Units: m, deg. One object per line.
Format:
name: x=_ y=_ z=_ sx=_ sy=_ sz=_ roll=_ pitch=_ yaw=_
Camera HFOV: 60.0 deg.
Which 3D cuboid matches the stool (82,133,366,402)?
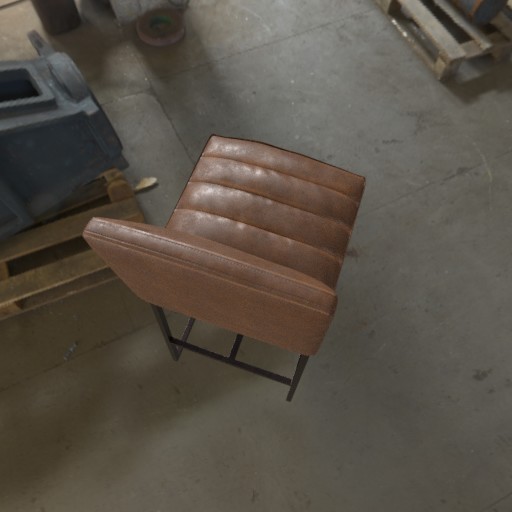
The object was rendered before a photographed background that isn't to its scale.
stool: x=0.000 y=0.000 z=1.233 sx=0.463 sy=0.942 sz=0.562 roll=17 pitch=65 yaw=8
